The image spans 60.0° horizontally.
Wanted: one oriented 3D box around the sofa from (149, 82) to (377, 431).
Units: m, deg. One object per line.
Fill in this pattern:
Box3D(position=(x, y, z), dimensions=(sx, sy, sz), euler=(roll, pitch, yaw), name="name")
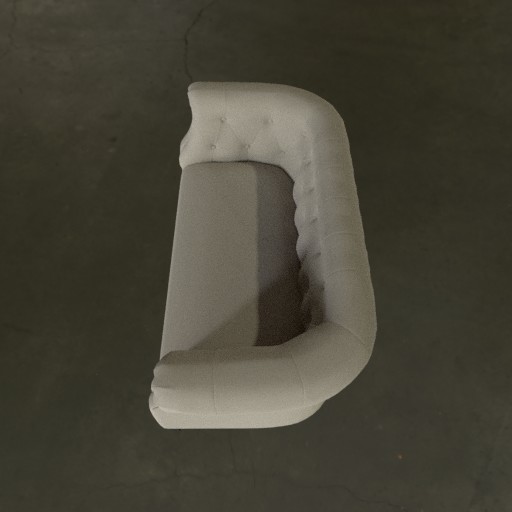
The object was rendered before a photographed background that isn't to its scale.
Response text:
Box3D(position=(0.000, 0.000, 2.049), dimensions=(0.835, 0.827, 1.558), euler=(0, 57, 0), name="sofa")
